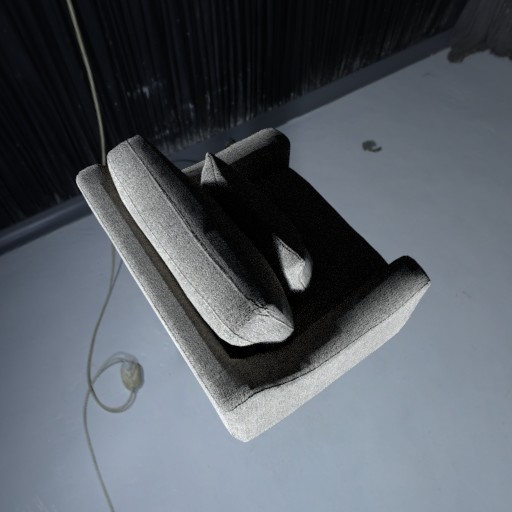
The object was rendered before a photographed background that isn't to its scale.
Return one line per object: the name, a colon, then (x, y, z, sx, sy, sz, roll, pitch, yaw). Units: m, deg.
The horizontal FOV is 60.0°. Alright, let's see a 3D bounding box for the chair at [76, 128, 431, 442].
chair: (0.000, 0.000, 1.945, 1.009, 1.037, 1.138, -30, 63, -18)
